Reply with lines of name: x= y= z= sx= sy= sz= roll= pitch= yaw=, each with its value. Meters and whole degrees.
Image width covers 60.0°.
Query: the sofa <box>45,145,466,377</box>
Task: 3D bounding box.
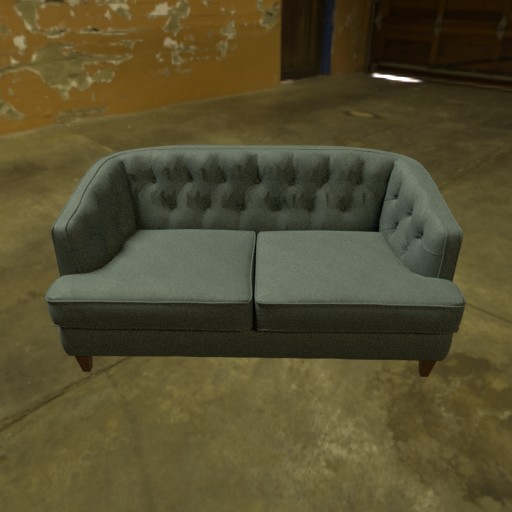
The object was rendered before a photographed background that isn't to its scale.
sofa: x=0.000 y=0.000 z=2.184 sx=1.733 sy=0.855 sz=0.941 roll=1 pitch=30 yaw=1
